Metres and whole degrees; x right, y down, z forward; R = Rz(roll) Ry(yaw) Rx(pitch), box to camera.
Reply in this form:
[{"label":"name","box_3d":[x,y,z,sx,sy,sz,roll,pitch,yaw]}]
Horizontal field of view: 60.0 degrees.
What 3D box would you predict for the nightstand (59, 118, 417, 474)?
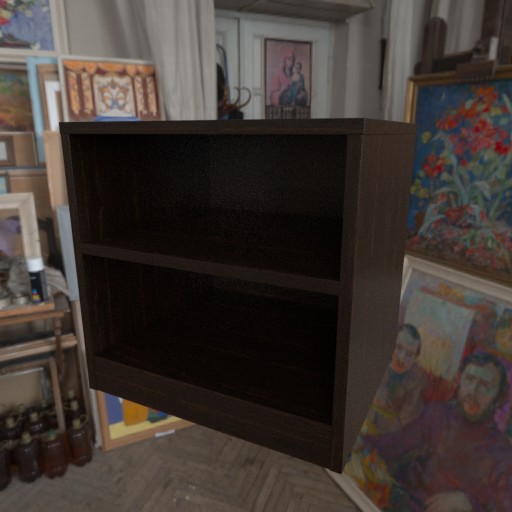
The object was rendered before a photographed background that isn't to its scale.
[{"label":"nightstand","box_3d":[0.000,0.000,0.848,0.489,0.487,0.427,8,17,26]}]
